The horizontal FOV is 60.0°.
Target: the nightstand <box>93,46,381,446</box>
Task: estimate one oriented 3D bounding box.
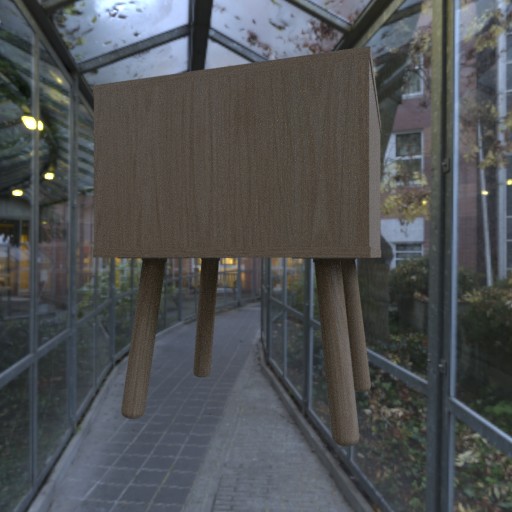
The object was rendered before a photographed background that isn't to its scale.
[{"bbox_3d":[0.000,0.000,0.853,0.450,0.571,0.380,0,0,18],"label":"nightstand"}]
